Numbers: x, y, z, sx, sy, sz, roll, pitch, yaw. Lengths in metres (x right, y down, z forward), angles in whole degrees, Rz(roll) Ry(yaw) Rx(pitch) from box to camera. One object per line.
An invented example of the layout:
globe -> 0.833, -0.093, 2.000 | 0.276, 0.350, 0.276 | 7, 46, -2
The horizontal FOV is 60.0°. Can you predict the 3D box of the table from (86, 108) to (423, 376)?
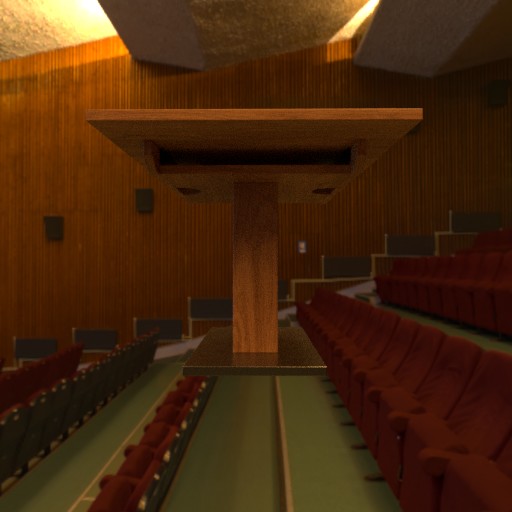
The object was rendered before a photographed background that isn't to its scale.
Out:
table -> 0.000, 0.000, 1.829 | 0.900, 0.770, 1.300 | 0, -1, 1
